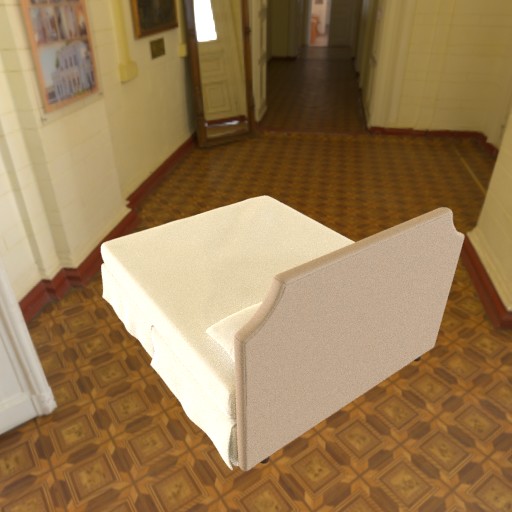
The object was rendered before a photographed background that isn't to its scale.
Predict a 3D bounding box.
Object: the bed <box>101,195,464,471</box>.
[{"bbox_3d":[0.000,0.000,4.252,2.350,1.590,2.773,-20,37,-30],"label":"bed"}]
